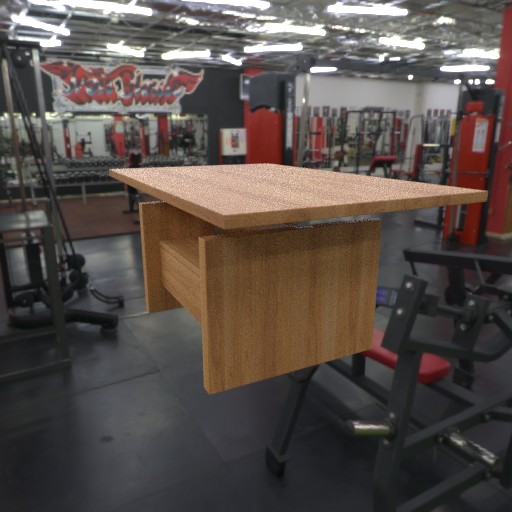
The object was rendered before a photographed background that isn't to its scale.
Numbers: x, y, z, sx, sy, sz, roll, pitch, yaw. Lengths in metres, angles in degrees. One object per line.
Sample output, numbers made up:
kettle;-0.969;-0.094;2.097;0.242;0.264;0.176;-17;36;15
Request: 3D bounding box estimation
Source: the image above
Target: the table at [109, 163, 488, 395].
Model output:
table;0.000;0.000;1.459;0.700;0.510;1.100;-8;18;-27
